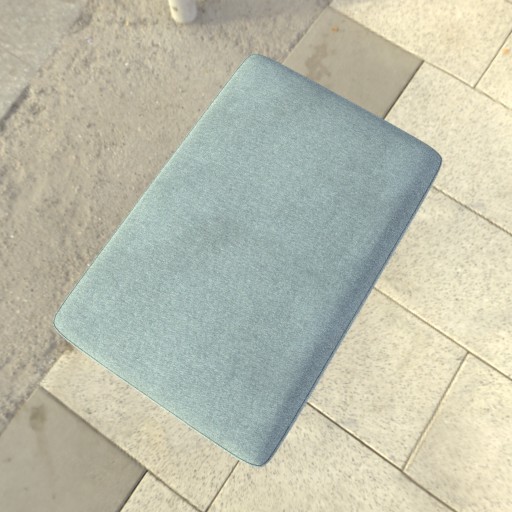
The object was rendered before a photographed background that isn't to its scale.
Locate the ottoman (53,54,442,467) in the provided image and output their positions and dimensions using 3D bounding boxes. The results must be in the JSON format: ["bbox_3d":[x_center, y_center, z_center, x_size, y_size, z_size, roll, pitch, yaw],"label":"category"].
[{"bbox_3d":[0.000,0.000,1.194,0.584,0.483,0.864,32,78,7],"label":"ottoman"}]
